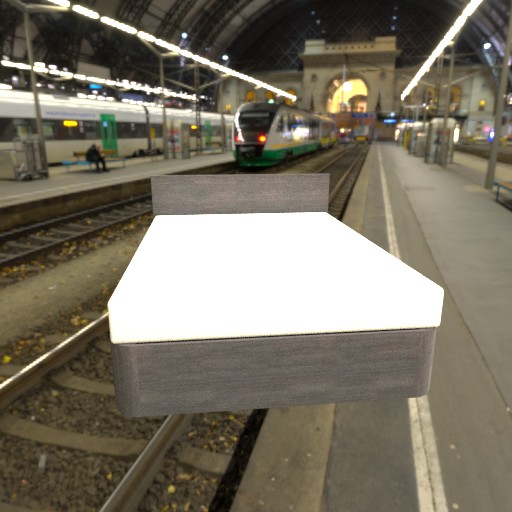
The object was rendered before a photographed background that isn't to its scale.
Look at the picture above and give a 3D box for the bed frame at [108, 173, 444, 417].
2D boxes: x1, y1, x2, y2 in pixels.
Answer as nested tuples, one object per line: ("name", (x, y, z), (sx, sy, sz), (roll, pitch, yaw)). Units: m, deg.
("bed frame", (0.000, 0.000, 2.674), (1.400, 0.800, 1.900), (-2, 16, -6))
